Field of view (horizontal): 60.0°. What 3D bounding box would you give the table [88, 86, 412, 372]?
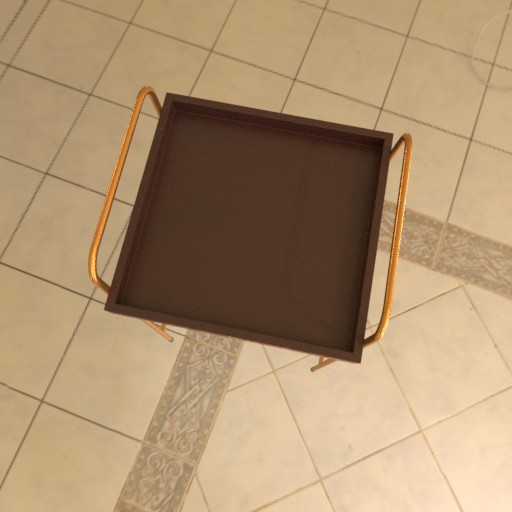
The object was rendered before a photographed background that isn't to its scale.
[{"bbox_3d":[0.000,0.000,0.983,0.430,0.710,0.430,11,76,3],"label":"table"}]
